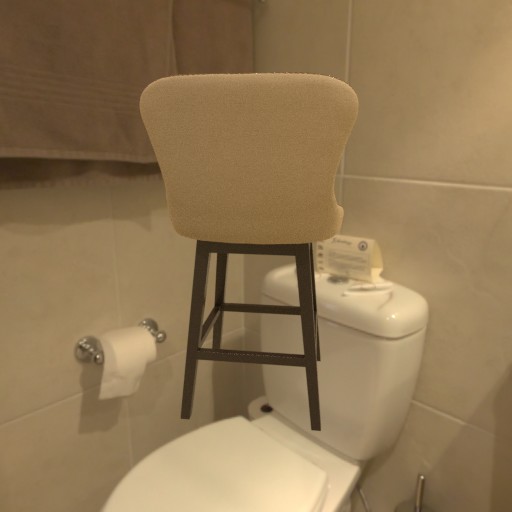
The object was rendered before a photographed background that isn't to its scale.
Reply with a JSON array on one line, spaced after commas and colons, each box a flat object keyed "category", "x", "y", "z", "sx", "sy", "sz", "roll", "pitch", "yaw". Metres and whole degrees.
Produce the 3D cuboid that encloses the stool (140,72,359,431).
[{"category": "stool", "x": 0.000, "y": 0.000, "z": 1.343, "sx": 0.528, "sy": 0.971, "sz": 0.593, "roll": 2, "pitch": 16, "yaw": 8}]
